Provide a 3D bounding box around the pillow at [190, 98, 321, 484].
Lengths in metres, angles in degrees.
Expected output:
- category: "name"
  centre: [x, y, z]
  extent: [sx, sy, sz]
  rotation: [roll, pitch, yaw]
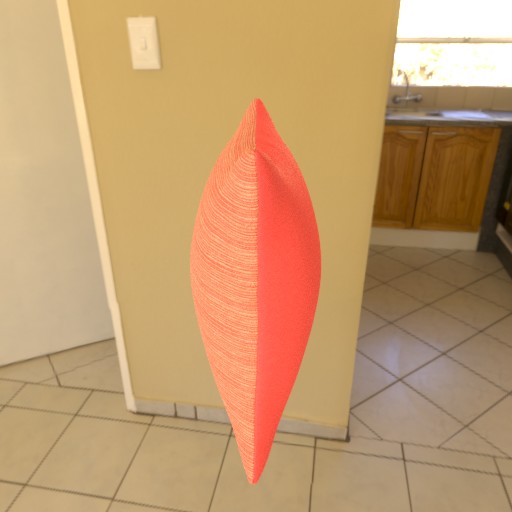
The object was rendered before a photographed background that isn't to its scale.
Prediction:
- category: "pillow"
  centre: [0.000, 0.000, 0.807]
  extent: [0.229, 0.501, 0.559]
  rotation: [0, 26, 0]
